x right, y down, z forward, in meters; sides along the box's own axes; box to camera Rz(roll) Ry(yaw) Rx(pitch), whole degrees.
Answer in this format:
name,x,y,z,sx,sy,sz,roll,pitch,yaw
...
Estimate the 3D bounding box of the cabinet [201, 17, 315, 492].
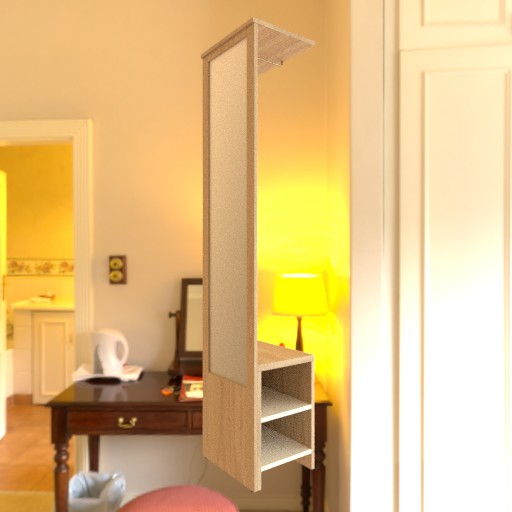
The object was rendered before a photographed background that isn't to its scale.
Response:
name,x,y,z,sx,sy,sz,roll,pitch,yaw
cabinet,0.000,0.000,2.007,0.338,1.879,0.411,0,0,-37
